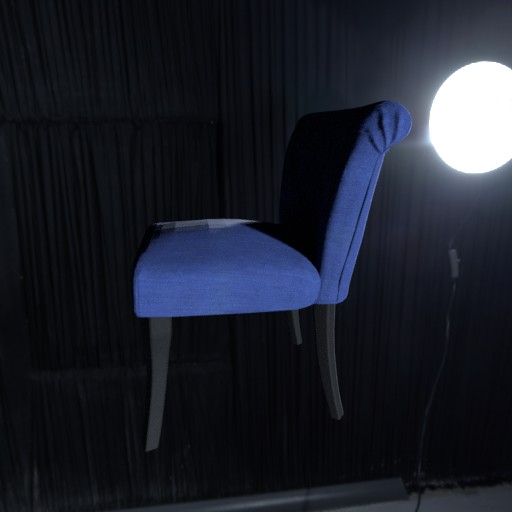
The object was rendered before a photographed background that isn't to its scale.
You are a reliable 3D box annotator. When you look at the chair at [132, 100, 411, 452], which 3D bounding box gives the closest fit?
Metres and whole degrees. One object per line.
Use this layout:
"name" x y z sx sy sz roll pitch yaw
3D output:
"chair" 0.000 0.000 1.179 0.606 0.753 0.585 -2 15 -9
